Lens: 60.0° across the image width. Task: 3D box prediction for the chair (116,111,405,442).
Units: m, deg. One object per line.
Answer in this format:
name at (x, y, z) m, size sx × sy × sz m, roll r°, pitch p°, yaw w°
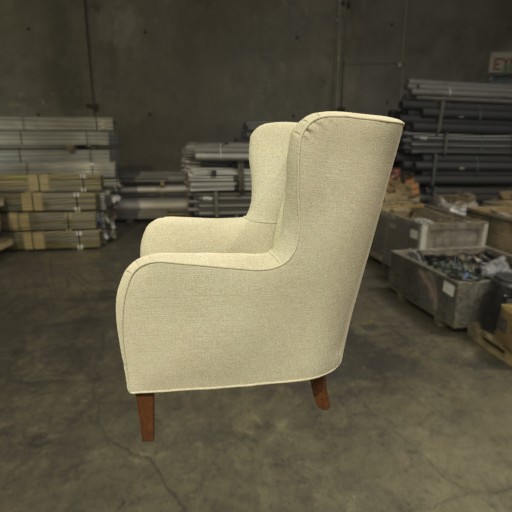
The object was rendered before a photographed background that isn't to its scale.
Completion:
chair at (0.000, 0.000, 1.742) m, size 0.966 × 1.040 × 0.838 m, roll -2°, pitch 15°, yaw -8°
